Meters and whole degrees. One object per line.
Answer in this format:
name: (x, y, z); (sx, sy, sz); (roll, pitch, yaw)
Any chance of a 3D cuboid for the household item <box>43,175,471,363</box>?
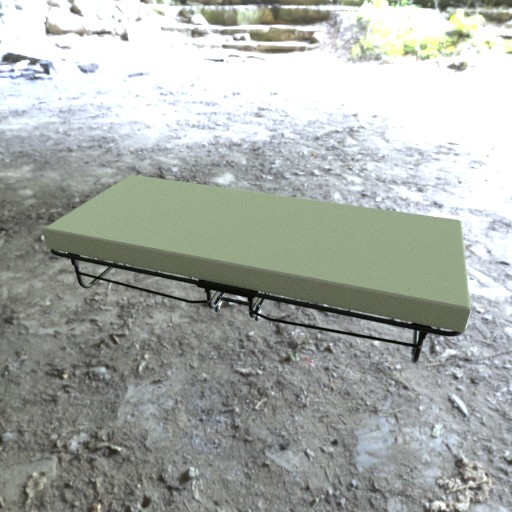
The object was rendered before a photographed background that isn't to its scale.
household item: (0.000, 0.000, 2.191); (1.905, 0.356, 0.787); (10, 33, 16)
